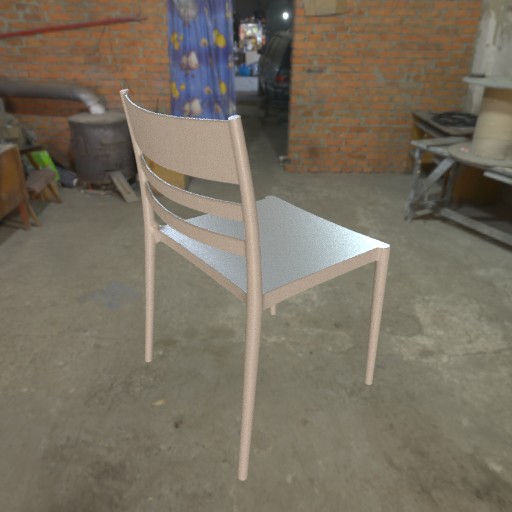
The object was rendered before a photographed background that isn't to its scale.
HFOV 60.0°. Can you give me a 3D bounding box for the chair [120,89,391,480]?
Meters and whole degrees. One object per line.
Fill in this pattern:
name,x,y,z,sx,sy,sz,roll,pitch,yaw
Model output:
chair,0.000,0.000,1.148,0.511,0.800,0.531,-19,32,-32
